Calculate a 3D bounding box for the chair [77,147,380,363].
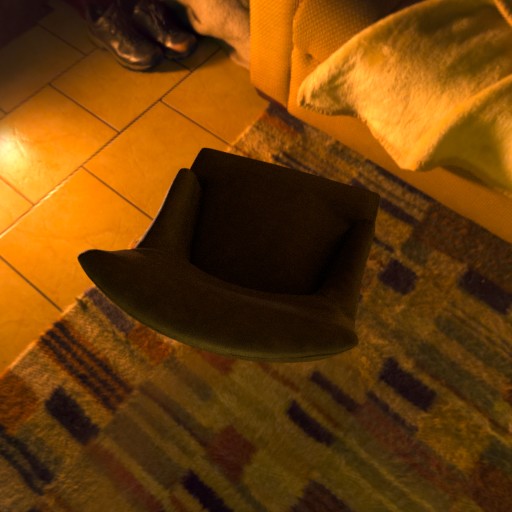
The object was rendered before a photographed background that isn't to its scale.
[{"bbox_3d":[0.000,0.000,1.518,0.738,0.870,0.874,17,65,8],"label":"chair"}]
